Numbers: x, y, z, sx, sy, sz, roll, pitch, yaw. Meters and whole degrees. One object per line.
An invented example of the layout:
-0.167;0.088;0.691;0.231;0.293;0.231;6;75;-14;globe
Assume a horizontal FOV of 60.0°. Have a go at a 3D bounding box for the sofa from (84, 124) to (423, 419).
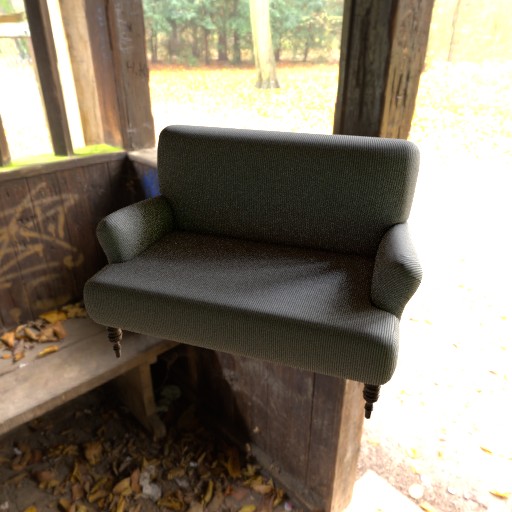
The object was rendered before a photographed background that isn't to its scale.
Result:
0.000;0.000;1.859;1.297;0.889;0.779;9;28;16;sofa
